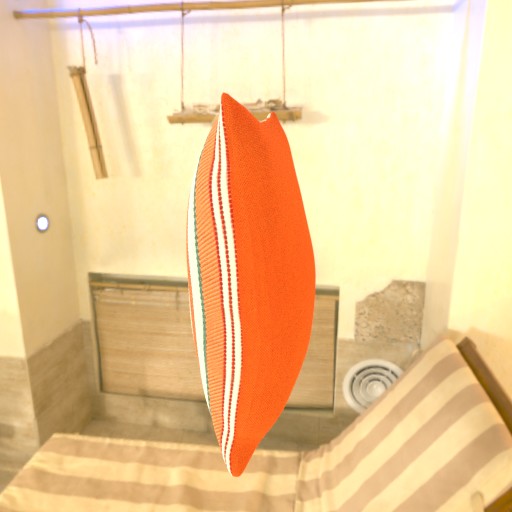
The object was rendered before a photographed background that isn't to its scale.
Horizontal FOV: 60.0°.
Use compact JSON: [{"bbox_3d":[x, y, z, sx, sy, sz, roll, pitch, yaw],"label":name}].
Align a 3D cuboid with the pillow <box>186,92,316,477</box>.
[{"bbox_3d":[0.000,0.000,0.673,0.182,0.441,0.440,2,15,8],"label":"pillow"}]
